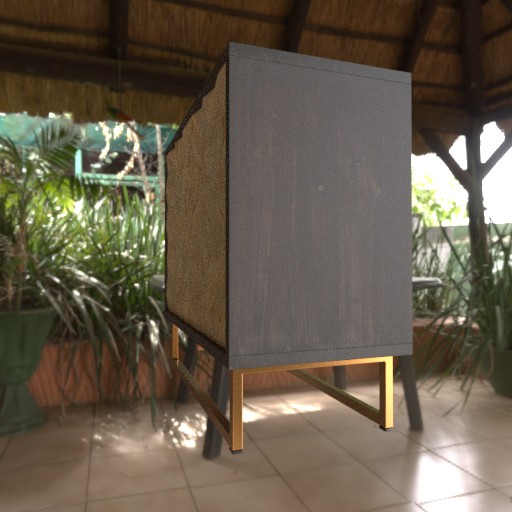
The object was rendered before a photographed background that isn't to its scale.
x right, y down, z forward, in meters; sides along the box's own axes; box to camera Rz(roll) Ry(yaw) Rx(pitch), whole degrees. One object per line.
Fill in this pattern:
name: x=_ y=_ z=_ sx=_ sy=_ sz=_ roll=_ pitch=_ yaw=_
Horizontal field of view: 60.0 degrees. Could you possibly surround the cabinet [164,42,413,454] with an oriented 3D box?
cabinet: x=0.000 y=0.000 z=1.421 sx=0.451 sy=0.860 sz=0.950 roll=0 pitch=-1 yaw=-19
